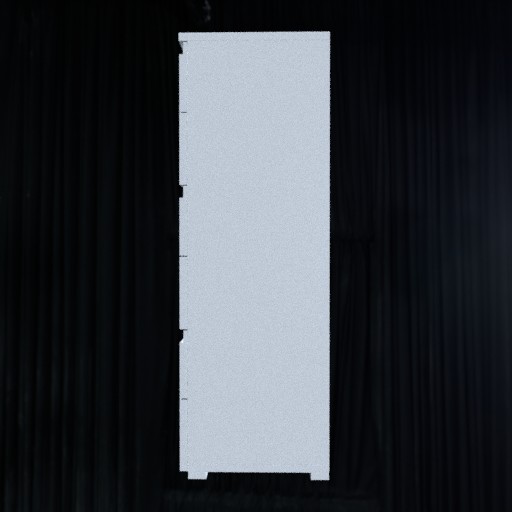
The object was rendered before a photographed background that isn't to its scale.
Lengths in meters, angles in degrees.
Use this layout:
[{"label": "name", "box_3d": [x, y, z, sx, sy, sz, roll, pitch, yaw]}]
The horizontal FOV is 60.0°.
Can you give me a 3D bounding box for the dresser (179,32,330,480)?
[{"label": "dresser", "box_3d": [0.000, 0.000, 1.503, 0.400, 1.190, 0.650, 0, 1, 1]}]
